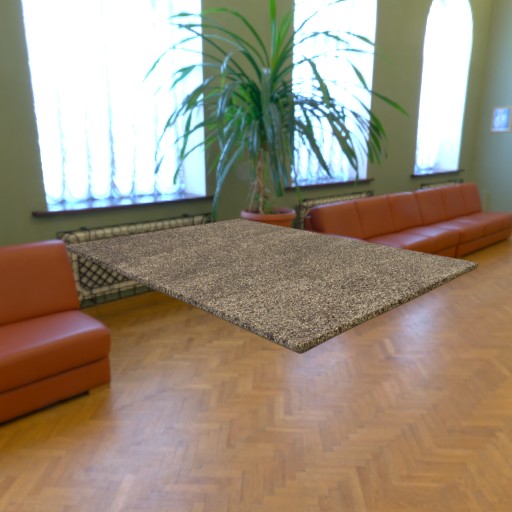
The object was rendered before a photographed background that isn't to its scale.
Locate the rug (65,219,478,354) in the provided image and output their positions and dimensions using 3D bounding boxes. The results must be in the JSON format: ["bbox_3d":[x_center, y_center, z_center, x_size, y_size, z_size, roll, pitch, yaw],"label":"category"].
[{"bbox_3d":[0.000,0.000,2.122,1.198,0.025,1.601,-13,20,-42],"label":"rug"}]
